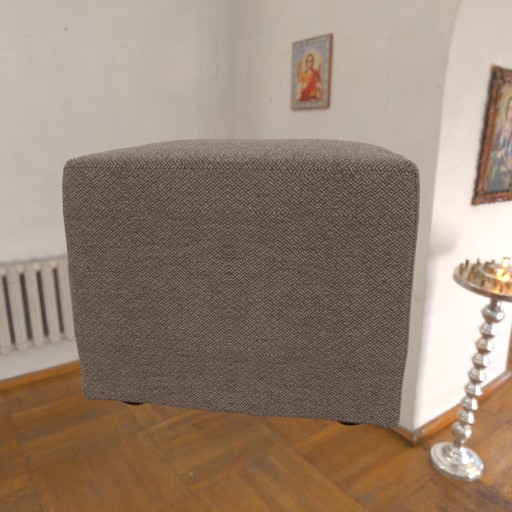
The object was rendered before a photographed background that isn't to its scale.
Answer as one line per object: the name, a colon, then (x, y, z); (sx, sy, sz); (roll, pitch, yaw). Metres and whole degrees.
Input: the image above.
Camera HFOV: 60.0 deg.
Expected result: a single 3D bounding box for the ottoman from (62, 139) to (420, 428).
ottoman: (0.000, 0.000, 0.886); (0.519, 0.453, 0.512); (2, 15, 8)
